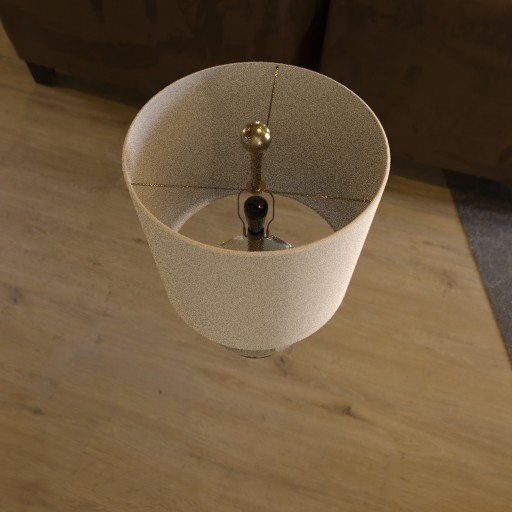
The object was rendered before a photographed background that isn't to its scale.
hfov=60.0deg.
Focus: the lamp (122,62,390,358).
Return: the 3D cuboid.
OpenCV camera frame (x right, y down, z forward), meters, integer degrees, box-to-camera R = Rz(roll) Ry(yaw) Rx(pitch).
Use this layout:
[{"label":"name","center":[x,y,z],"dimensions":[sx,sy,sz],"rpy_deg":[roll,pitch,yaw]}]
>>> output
[{"label":"lamp","center":[0.000,0.000,0.597],"dimensions":[0.254,0.452,0.254],"rpy_deg":[0,58,0]}]
